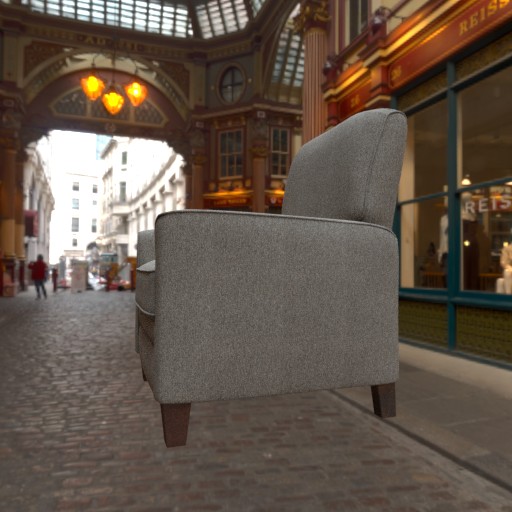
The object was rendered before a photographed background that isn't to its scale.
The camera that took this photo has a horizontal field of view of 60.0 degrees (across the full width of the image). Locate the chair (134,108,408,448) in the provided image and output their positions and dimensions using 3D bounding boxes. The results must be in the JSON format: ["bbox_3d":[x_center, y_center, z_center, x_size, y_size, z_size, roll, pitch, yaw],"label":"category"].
[{"bbox_3d":[0.000,0.000,1.653,0.858,1.028,0.841,0,-1,-19],"label":"chair"}]
